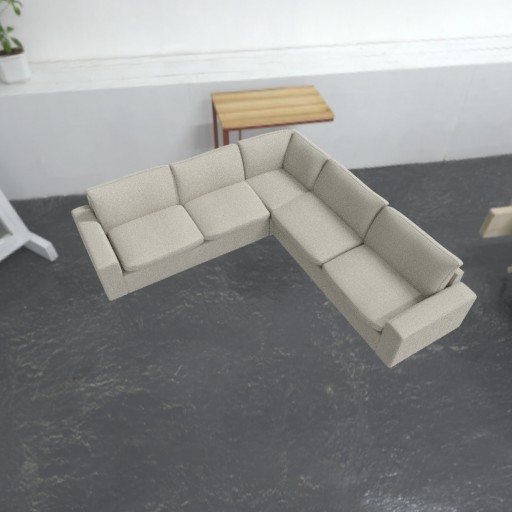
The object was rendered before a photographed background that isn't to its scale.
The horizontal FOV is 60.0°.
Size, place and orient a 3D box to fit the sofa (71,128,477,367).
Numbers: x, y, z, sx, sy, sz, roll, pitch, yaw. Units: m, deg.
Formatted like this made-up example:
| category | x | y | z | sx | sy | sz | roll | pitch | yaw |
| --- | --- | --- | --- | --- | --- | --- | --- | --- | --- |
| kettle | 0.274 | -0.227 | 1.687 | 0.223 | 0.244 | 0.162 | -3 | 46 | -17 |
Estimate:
| category | x | y | z | sx | sy | sz | roll | pitch | yaw |
| --- | --- | --- | --- | --- | --- | --- | --- | --- | --- |
| sofa | 0.000 | 0.000 | 4.746 | 3.066 | 0.918 | 3.206 | -23 | 52 | -20 |
